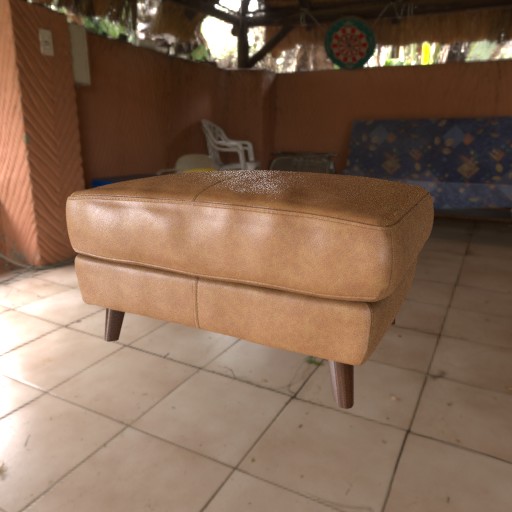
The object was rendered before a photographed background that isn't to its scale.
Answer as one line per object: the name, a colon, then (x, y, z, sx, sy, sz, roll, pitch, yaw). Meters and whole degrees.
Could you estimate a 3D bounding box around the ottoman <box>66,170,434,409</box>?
ottoman: (0.000, 0.000, 1.248, 0.869, 0.461, 0.630, 8, 18, 26)
